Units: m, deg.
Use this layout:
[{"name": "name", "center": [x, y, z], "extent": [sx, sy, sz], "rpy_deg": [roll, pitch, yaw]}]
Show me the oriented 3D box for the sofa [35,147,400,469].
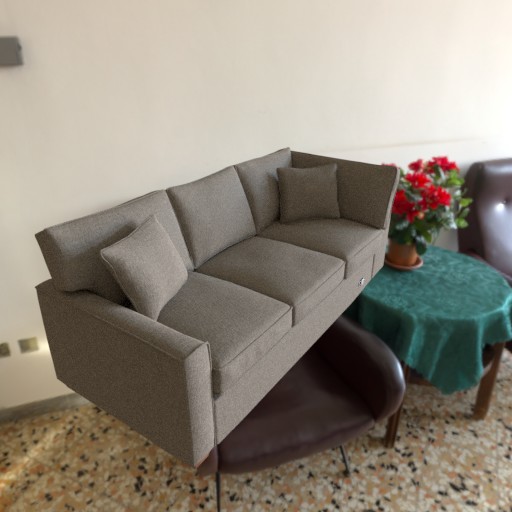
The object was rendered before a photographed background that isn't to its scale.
[{"name": "sofa", "center": [0.000, 0.000, 2.802], "extent": [1.061, 0.962, 2.317], "rpy_deg": [17, 30, 31]}]
